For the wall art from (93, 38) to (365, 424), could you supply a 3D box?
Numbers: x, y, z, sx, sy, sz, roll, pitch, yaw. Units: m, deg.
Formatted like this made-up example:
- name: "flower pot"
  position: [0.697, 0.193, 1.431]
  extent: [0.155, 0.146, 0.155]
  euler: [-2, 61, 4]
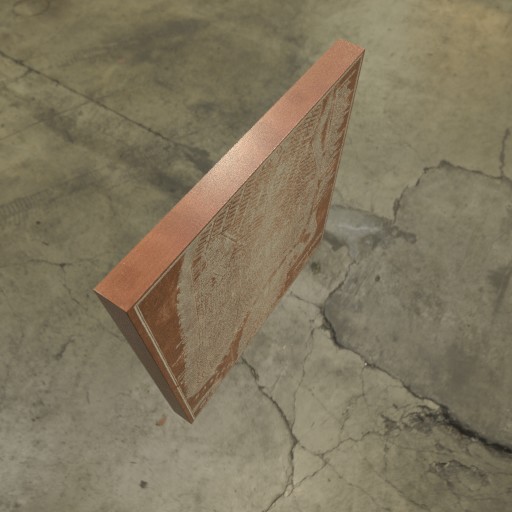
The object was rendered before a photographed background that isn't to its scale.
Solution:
- name: "wall art"
  position: [0.000, 0.000, 0.599]
  extent: [0.035, 0.403, 0.403]
  euler: [30, 62, 17]
